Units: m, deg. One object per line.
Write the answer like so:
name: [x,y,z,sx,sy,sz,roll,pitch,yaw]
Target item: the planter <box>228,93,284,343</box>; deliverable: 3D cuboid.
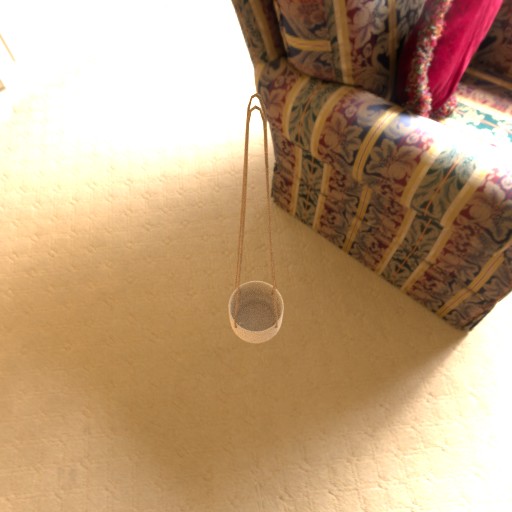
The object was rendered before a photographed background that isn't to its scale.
planter: [0.000,0.000,0.906,0.146,0.841,0.146,0,63,0]
